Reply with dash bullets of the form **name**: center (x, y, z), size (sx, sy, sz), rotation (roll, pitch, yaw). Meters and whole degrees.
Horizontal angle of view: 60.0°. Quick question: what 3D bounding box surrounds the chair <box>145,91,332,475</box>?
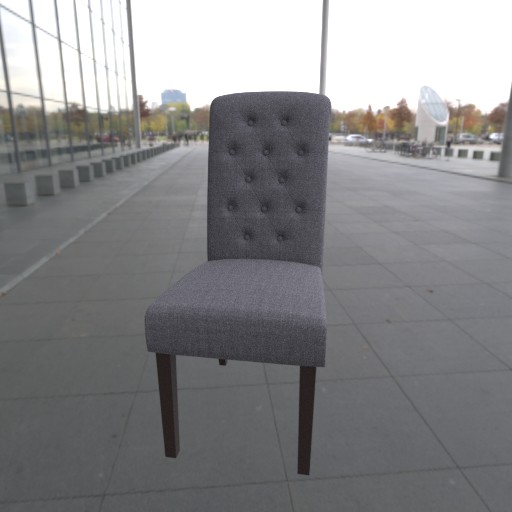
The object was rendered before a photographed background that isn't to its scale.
- **chair**: center (0.000, 0.000, 1.371), size (0.456, 1.006, 0.671), rotation (3, 16, 10)
